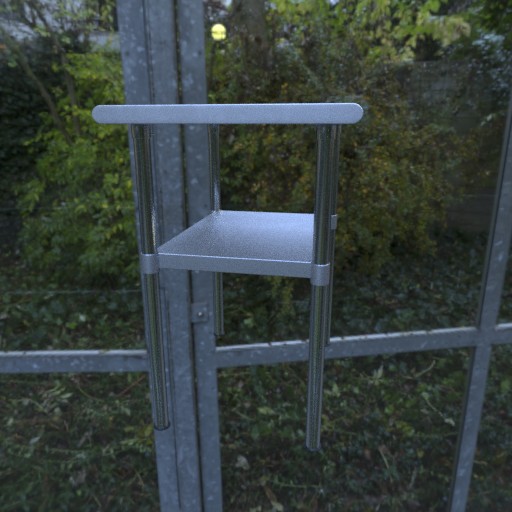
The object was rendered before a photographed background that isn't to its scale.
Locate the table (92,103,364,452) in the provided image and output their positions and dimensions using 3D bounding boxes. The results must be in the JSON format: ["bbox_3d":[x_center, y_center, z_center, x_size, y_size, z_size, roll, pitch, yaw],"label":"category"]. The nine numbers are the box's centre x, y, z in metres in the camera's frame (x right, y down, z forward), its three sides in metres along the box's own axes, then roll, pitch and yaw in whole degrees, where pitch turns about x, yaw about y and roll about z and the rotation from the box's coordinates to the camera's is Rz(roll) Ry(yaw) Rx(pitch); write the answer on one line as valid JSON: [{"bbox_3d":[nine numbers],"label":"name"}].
[{"bbox_3d":[0.000,0.000,1.398,0.584,0.876,0.762,3,17,11],"label":"table"}]
